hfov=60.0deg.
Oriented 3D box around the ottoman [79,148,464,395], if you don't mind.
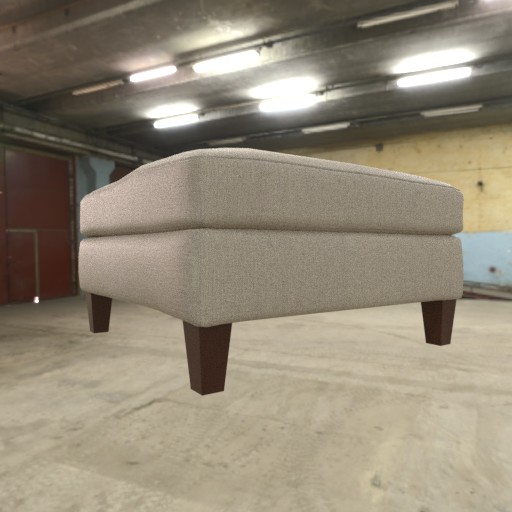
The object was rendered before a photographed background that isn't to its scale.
[{"bbox_3d":[0.000,0.000,1.312,0.838,0.481,0.838,-1,1,-35],"label":"ottoman"}]
